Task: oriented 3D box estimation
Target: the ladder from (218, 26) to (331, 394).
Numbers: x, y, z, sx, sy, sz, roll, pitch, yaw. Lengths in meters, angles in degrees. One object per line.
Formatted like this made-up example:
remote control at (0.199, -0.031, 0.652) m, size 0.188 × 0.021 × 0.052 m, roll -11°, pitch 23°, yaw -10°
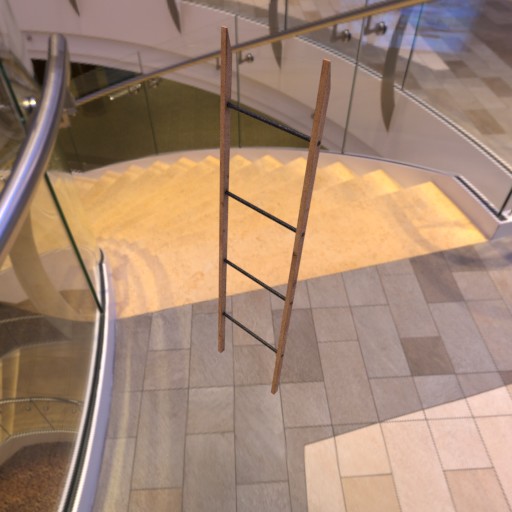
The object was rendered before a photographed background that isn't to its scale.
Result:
ladder at (0.000, 0.000, 1.996) m, size 0.442 × 1.805 × 0.200 m, roll 32°, pitch 54°, yaw 27°
